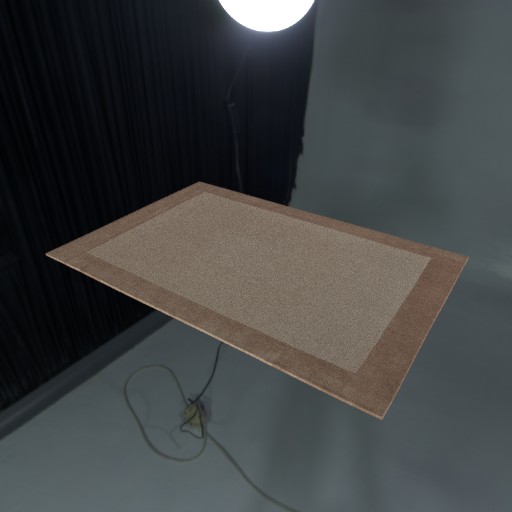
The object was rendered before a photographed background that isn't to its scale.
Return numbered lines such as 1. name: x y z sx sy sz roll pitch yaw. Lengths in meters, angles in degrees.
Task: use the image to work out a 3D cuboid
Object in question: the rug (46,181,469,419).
1. rug: 0.000 0.000 2.303 1.829 0.014 1.219 20 36 29
